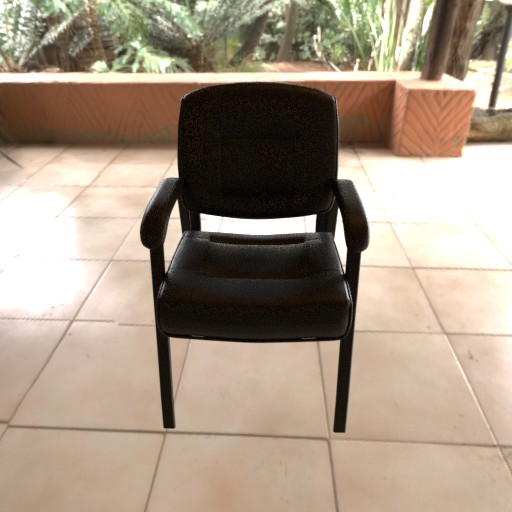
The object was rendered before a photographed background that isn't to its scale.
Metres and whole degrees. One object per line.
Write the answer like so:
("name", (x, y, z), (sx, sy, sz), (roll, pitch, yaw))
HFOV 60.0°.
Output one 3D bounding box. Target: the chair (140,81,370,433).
("chair", (0.000, 0.000, 1.346), (0.591, 0.910, 0.668), (1, 30, 1))
